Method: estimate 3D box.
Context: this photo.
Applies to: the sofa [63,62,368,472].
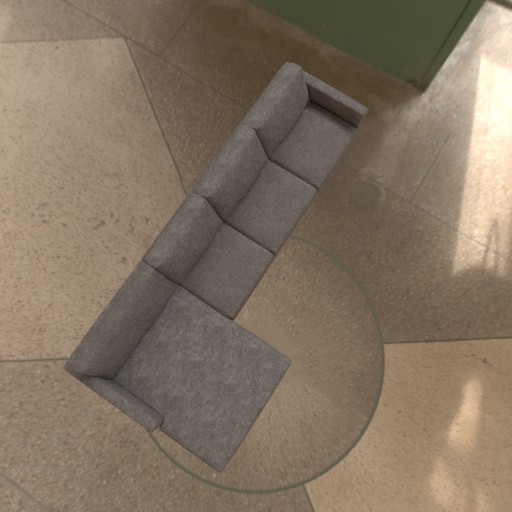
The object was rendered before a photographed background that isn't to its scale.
[{"bbox_3d":[0.000,0.000,4.134,1.606,0.954,3.471,33,80,7],"label":"sofa"}]
